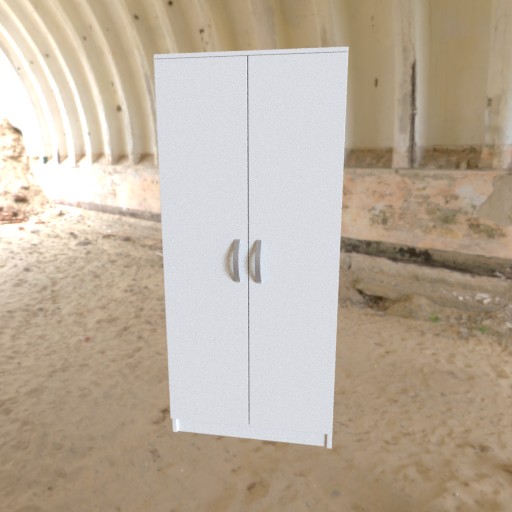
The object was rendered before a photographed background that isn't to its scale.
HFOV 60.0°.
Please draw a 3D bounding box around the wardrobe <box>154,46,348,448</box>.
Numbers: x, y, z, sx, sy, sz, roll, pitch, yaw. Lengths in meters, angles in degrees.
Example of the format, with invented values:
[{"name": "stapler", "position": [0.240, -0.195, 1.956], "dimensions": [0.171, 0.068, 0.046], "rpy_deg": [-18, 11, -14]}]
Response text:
[{"name": "wardrobe", "position": [0.000, 0.000, 2.074], "dimensions": [0.760, 1.700, 0.470], "rpy_deg": [2, 13, 9]}]
